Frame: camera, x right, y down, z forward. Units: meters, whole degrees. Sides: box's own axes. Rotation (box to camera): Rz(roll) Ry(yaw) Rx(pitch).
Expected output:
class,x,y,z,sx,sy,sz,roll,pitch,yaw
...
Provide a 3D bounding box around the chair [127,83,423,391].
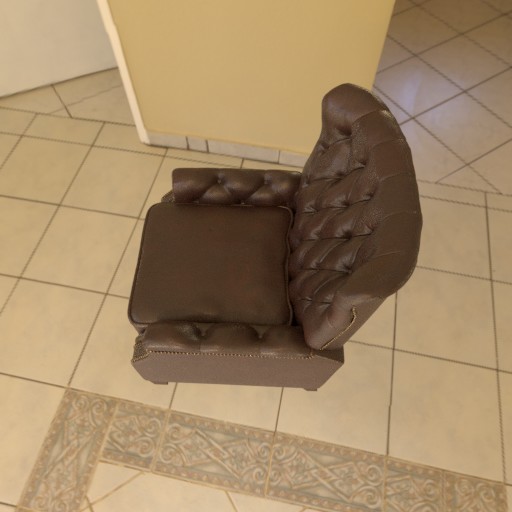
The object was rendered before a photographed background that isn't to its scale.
class,x,y,z,sx,sy,sz,roll,pitch,yaw
chair,0.000,0.000,1.483,0.823,0.864,0.709,2,59,1
